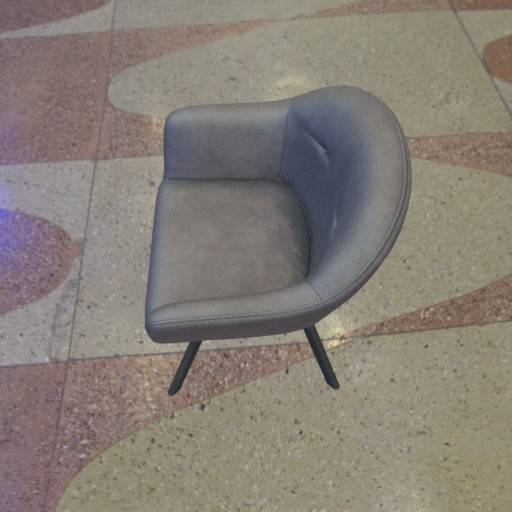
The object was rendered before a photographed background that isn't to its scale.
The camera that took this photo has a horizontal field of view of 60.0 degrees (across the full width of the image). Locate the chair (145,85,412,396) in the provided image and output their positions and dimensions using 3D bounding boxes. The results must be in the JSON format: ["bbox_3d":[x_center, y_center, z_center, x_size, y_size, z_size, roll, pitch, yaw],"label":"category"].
[{"bbox_3d":[0.000,0.000,1.115,0.544,0.781,0.567,-2,59,-1],"label":"chair"}]
